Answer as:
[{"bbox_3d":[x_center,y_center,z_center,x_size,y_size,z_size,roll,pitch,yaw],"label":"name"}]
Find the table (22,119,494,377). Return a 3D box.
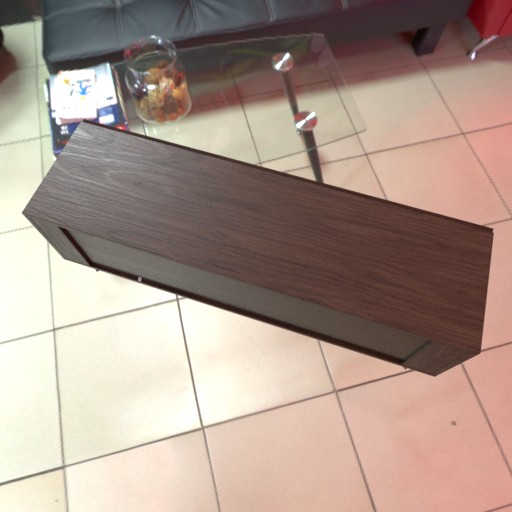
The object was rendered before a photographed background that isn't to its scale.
[{"bbox_3d":[0.000,0.000,1.590,1.397,0.508,0.405,17,66,8],"label":"table"}]
